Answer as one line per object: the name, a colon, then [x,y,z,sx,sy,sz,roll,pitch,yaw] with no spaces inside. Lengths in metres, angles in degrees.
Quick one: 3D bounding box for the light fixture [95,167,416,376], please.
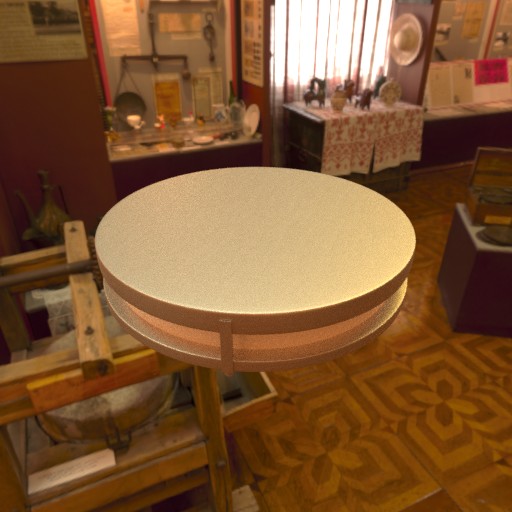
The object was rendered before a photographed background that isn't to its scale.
light fixture: [0.000,0.000,0.537,0.356,0.102,0.356,0,31,0]
